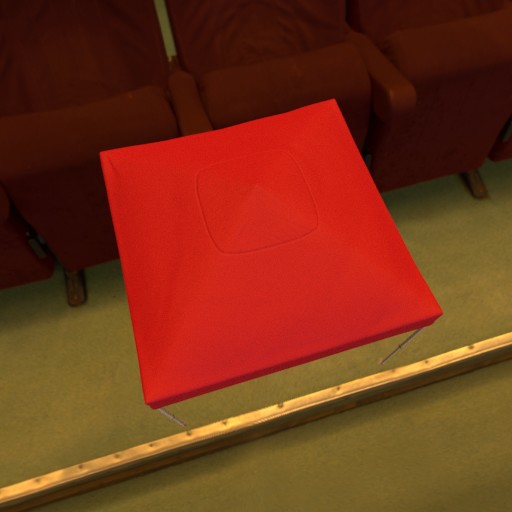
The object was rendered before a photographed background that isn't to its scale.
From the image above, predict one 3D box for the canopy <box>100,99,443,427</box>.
[{"bbox_3d":[0.000,0.000,5.460,2.996,2.997,2.998,-15,65,-7],"label":"canopy"}]
